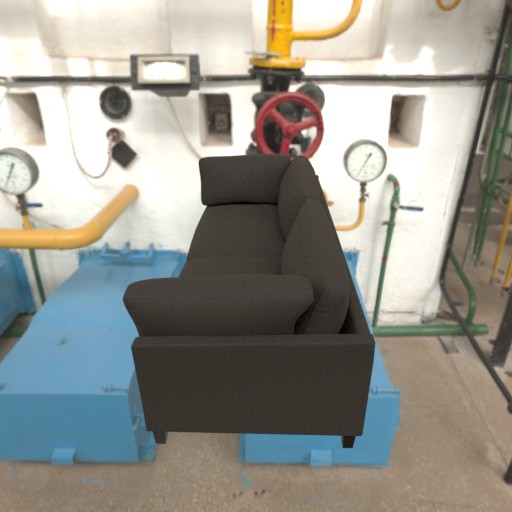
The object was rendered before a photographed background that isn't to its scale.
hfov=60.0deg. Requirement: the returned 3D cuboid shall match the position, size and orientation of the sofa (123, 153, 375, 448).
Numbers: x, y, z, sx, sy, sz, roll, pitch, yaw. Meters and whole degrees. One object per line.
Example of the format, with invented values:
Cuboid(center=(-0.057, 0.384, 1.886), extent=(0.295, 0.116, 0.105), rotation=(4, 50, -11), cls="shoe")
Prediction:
Cuboid(center=(0.000, 0.000, 2.765), extent=(0.969, 0.792, 2.312), rotation=(1, 26, 1), cls="sofa")
